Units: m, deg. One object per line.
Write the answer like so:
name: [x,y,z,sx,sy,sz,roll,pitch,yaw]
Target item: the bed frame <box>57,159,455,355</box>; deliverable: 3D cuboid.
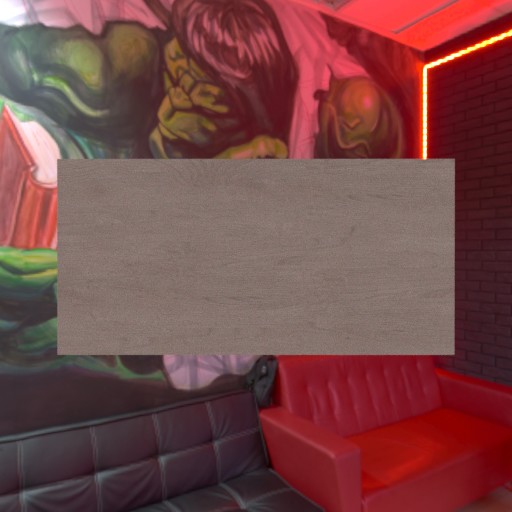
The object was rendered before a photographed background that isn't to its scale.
bed frame: [0.000,0.000,2.789,1.622,0.800,1.960,0,0,0]
